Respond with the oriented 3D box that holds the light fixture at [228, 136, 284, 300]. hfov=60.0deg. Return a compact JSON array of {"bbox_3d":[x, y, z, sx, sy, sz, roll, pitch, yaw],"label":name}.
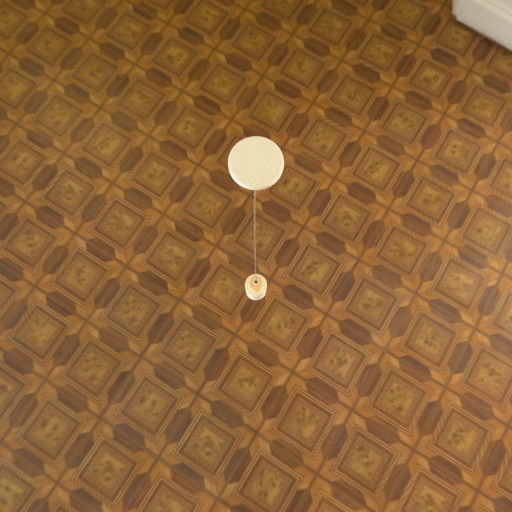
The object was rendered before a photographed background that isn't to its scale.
[{"bbox_3d":[0.000,0.000,1.863,0.125,1.798,0.125,31,78,7],"label":"light fixture"}]
